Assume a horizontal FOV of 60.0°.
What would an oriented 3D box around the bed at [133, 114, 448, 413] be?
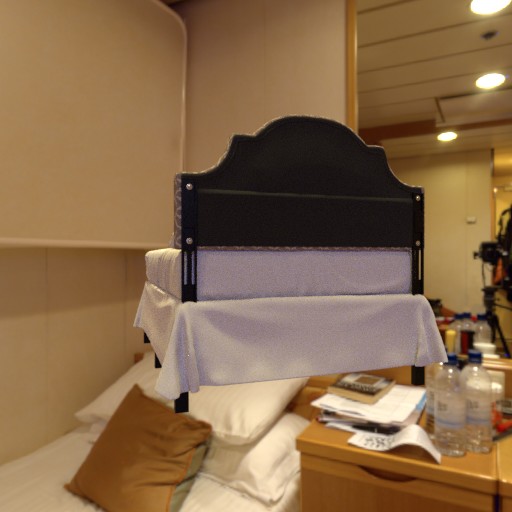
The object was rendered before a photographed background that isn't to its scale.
[{"bbox_3d":[0.000,0.000,3.471,1.780,1.633,2.222,0,0,-19],"label":"bed"}]
